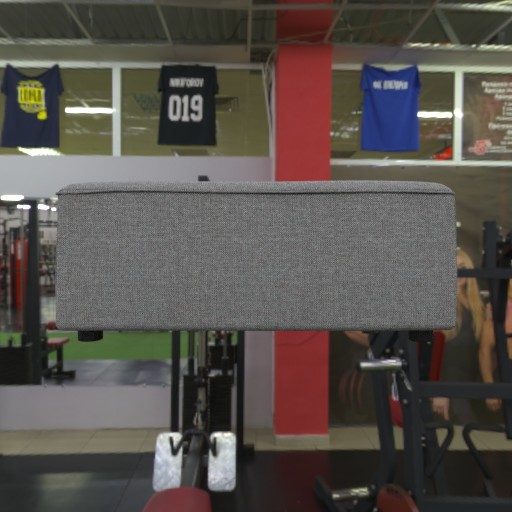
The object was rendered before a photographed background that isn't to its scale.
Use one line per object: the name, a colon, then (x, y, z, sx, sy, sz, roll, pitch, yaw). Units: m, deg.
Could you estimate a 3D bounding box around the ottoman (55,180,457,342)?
ottoman: (0.000, 0.000, 1.590, 1.023, 0.423, 1.017, 0, 1, 1)
